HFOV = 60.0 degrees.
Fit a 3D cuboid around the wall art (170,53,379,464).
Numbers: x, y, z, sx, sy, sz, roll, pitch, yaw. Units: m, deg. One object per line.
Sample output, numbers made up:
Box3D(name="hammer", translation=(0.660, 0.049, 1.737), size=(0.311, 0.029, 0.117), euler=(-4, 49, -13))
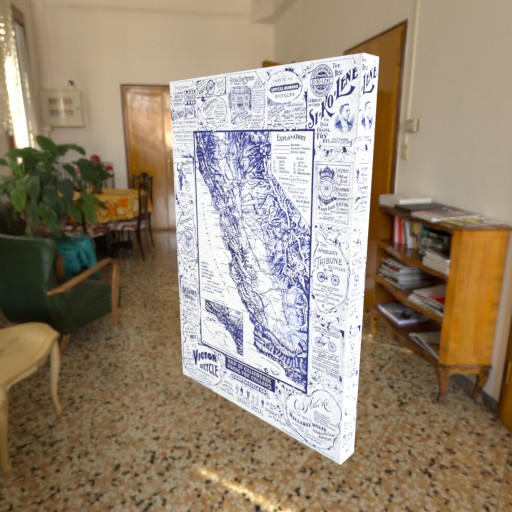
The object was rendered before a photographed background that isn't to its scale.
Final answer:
Box3D(name="wall art", translation=(0.000, 0.000, 0.774), size=(0.408, 0.601, 0.040), euler=(14, 20, 42))
